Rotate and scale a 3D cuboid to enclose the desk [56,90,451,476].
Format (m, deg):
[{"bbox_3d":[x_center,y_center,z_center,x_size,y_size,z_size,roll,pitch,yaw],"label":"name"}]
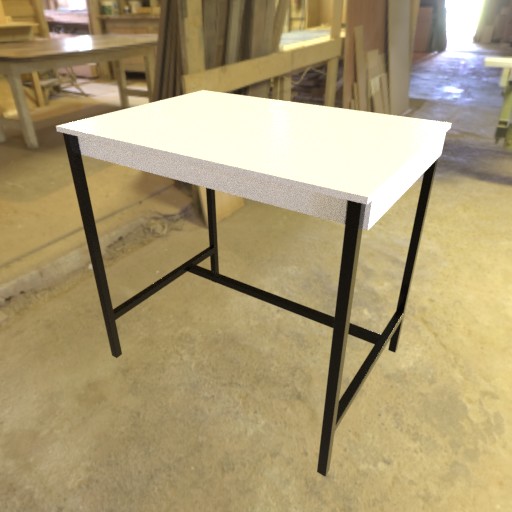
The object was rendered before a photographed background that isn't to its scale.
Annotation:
[{"bbox_3d":[0.000,0.000,1.306,0.811,0.766,0.573,19,35,28],"label":"desk"}]
